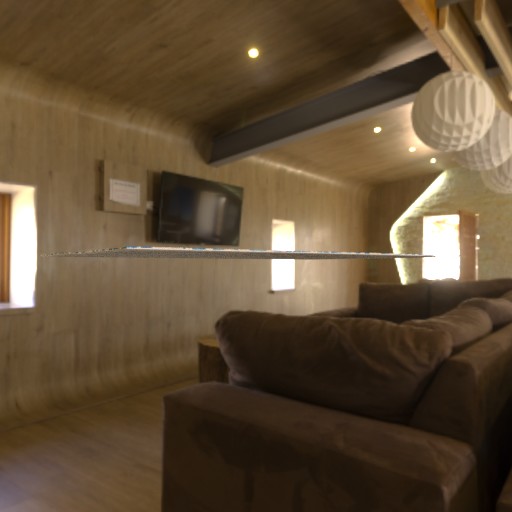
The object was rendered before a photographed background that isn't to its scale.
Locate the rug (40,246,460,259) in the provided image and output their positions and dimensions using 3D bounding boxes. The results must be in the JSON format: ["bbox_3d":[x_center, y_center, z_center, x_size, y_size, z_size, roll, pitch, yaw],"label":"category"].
[{"bbox_3d":[0.000,0.000,2.306,1.830,0.011,1.209,1,-2,-37],"label":"rug"}]
